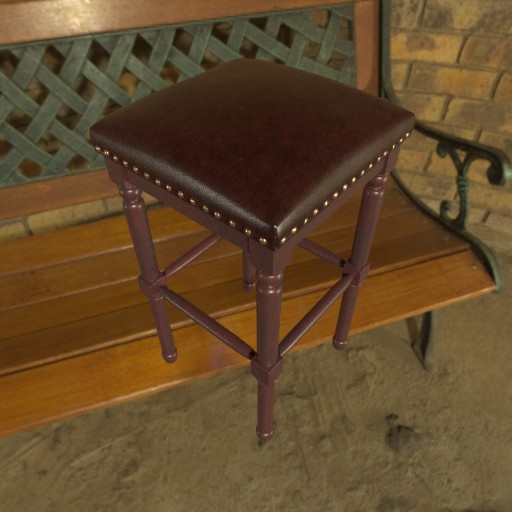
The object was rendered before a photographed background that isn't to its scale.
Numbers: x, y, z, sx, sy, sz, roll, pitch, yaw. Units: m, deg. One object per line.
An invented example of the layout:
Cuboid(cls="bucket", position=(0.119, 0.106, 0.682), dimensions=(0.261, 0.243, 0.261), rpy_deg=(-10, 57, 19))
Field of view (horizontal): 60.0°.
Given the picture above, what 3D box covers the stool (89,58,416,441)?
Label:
Cuboid(cls="stool", position=(0.000, 0.000, 0.923), dimensions=(0.383, 0.702, 0.382), rpy_deg=(30, 52, 27))
